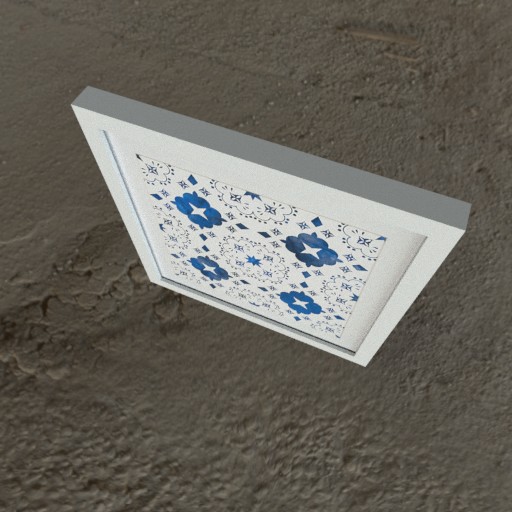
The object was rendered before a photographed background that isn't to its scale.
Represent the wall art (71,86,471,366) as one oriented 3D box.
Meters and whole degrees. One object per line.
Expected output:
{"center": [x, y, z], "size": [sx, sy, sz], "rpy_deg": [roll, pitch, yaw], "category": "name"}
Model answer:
{"center": [0.000, 0.000, 0.528], "size": [0.355, 0.355, 0.027], "rpy_deg": [20, 62, 11], "category": "wall art"}
